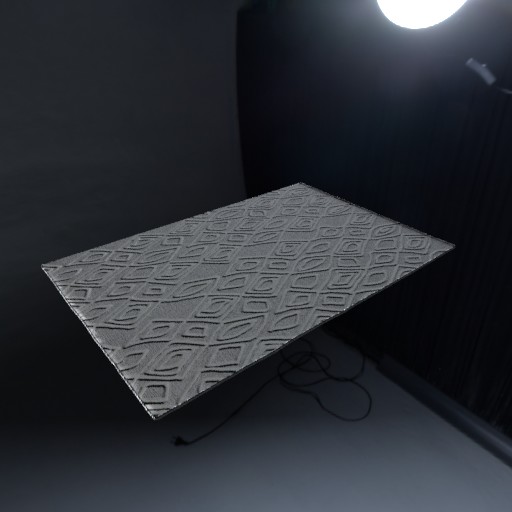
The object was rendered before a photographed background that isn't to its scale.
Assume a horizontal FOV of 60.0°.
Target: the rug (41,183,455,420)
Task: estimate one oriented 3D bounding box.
[{"bbox_3d":[0.000,0.000,2.338,1.832,0.016,1.224,-22,37,-33],"label":"rug"}]
